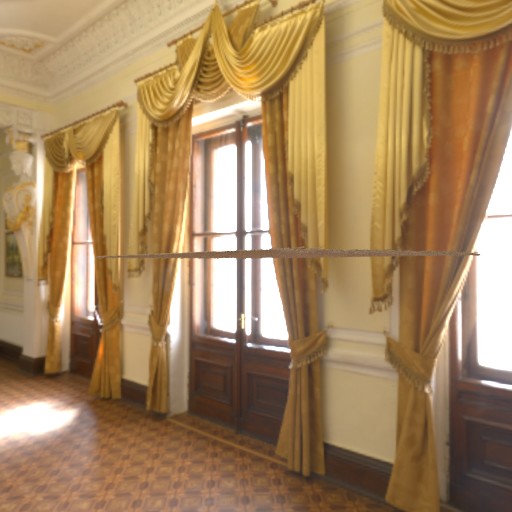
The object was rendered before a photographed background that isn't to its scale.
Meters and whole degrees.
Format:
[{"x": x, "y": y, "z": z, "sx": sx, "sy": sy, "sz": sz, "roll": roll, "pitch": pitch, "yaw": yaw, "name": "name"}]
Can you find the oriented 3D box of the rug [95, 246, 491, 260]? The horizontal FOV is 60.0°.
[{"x": 0.000, "y": 0.000, "z": 2.481, "sx": 1.224, "sy": 0.027, "sz": 2.021, "roll": 1, "pitch": -1, "yaw": -35, "name": "rug"}]
